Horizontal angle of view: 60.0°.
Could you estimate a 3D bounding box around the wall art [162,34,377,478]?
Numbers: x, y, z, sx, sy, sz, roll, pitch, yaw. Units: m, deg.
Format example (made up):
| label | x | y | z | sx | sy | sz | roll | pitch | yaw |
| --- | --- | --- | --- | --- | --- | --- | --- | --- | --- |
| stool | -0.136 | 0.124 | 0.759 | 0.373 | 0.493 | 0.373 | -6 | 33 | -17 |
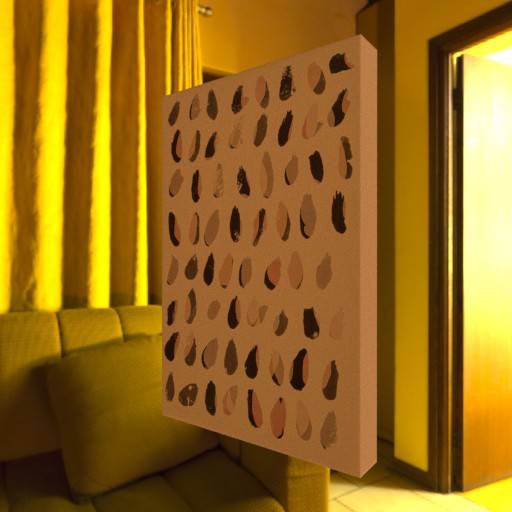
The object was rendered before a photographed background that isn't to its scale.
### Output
| label | x | y | z | sx | sy | sz | roll | pitch | yaw |
| --- | --- | --- | --- | --- | --- | --- | --- | --- | --- |
| wall art | 0.000 | 0.000 | 0.471 | 0.252 | 0.381 | 0.039 | 0 | 0 | 37 |
